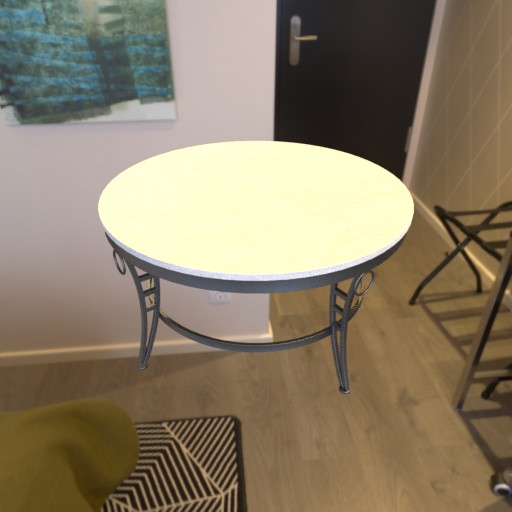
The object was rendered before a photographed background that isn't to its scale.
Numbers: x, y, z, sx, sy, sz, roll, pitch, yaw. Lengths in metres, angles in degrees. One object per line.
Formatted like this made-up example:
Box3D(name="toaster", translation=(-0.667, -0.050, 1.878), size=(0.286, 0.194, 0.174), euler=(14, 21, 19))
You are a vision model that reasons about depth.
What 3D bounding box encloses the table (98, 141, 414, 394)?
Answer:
Box3D(name="table", translation=(0.000, 0.000, 1.428), size=(0.889, 0.470, 0.889), euler=(0, 32, 0))
